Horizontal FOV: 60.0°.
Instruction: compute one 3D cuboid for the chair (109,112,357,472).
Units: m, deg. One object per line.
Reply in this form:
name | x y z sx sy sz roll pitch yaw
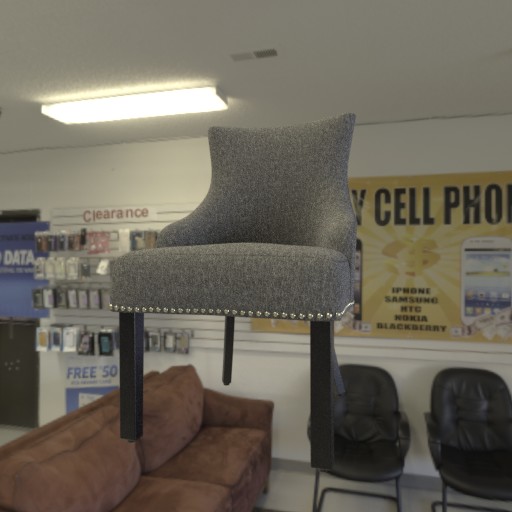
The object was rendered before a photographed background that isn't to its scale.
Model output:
chair | 0.000 0.000 1.255 0.566 0.909 0.629 0 0 18
